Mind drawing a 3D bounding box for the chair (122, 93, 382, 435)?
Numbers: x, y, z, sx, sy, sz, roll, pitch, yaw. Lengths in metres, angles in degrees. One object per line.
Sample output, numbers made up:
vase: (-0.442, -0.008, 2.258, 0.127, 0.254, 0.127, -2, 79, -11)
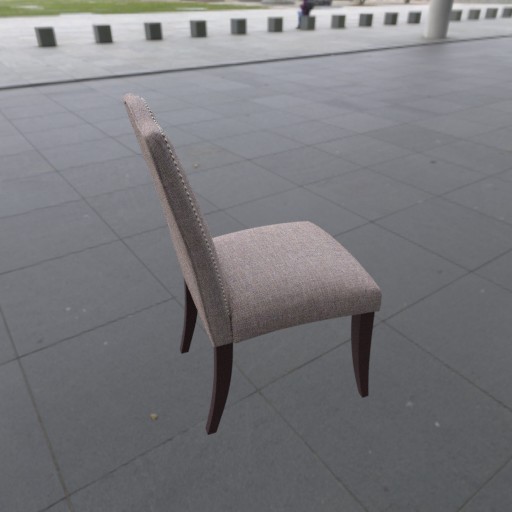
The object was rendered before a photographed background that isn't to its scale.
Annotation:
chair: (0.000, 0.000, 1.414, 0.660, 1.016, 0.513, -11, 33, -17)
